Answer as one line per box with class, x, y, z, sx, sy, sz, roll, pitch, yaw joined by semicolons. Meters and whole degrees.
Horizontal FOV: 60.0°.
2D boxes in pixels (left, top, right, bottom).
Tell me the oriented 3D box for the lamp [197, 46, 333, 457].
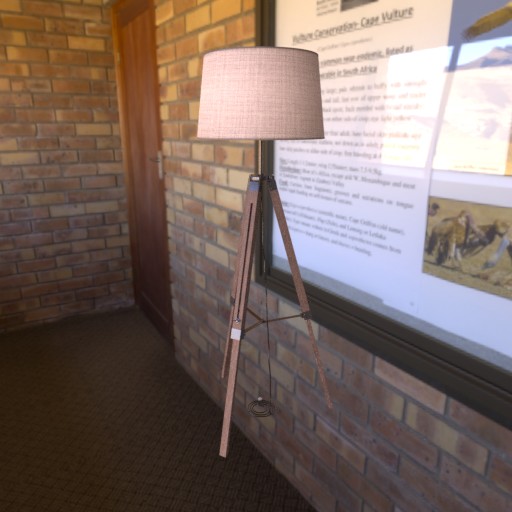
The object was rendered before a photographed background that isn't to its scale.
lamp;0.000;0.000;1.806;0.604;1.510;0.587;8;18;24
